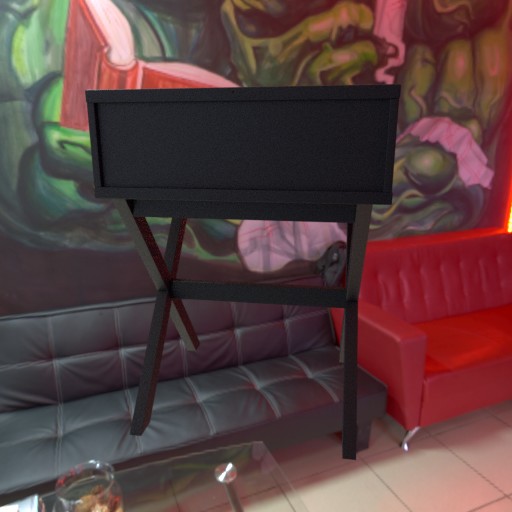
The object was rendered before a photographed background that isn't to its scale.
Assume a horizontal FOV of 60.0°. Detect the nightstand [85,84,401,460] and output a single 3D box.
[{"bbox_3d":[0.000,0.000,0.929,0.479,0.623,0.402,2,15,9],"label":"nightstand"}]
